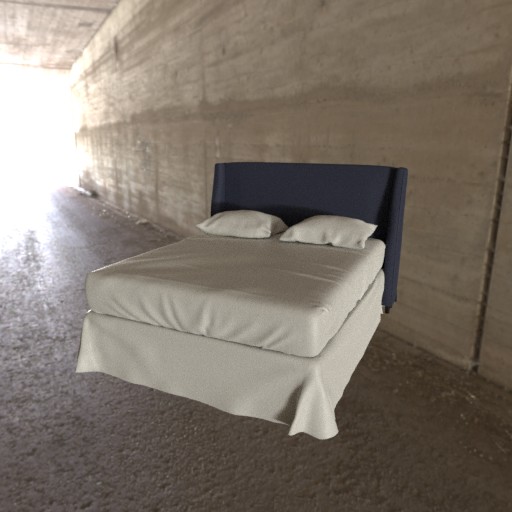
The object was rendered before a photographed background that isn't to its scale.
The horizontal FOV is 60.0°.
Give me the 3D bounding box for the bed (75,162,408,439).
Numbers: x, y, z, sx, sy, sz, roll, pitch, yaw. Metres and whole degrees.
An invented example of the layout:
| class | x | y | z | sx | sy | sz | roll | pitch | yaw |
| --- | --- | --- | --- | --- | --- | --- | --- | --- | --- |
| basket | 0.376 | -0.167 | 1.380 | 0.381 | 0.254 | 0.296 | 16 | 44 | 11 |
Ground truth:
| class | x | y | z | sx | sy | sz | roll | pitch | yaw |
| --- | --- | --- | --- | --- | --- | --- | --- | --- | --- |
| bed | 0.000 | 0.000 | 3.491 | 1.925 | 1.332 | 2.276 | 7 | 16 | 25 |
